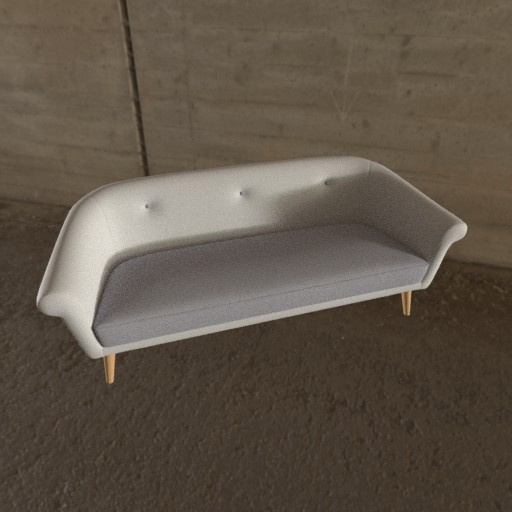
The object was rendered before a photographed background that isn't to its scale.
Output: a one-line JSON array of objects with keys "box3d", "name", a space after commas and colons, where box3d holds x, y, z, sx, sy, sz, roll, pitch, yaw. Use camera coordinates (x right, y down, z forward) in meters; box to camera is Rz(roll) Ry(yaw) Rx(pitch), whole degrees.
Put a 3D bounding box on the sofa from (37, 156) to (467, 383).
[{"box3d": [0.000, 0.000, 2.525, 2.160, 0.795, 0.827, -10, 34, -15], "name": "sofa"}]
